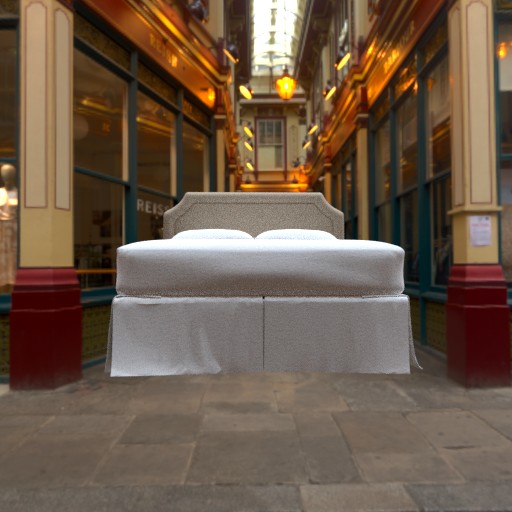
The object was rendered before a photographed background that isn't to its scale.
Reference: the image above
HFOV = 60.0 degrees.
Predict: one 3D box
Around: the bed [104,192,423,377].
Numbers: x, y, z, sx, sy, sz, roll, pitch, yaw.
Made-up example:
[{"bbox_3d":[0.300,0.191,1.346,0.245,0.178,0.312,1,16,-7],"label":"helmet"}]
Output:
[{"bbox_3d":[0.000,0.000,3.431,1.828,1.301,2.204,0,-1,-1],"label":"bed"}]
